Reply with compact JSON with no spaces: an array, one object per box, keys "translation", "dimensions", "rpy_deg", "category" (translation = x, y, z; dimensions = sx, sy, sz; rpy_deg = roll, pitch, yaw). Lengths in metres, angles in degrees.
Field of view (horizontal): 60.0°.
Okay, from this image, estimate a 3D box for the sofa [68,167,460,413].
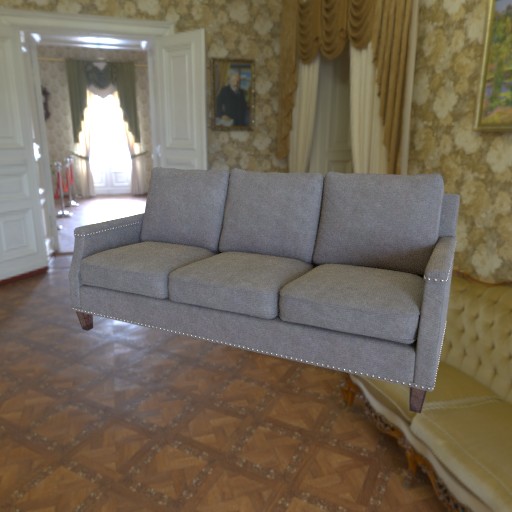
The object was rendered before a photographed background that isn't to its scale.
[{"translation":[0.000,0.000,2.751],"dimensions":[2.226,1.042,1.034],"rpy_deg":[7,16,25],"category":"sofa"}]
